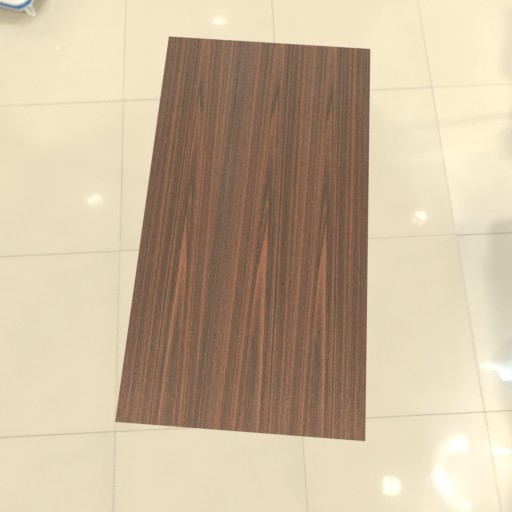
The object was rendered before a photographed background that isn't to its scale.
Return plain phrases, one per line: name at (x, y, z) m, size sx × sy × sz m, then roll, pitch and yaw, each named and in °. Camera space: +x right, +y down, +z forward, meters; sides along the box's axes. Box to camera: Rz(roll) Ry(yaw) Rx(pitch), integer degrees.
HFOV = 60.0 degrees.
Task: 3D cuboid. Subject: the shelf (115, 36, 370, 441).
shelf at (0.000, 0.000, 1.349) m, size 0.498 × 0.750 × 0.902 m, roll 4°, pitch 76°, yaw 1°
